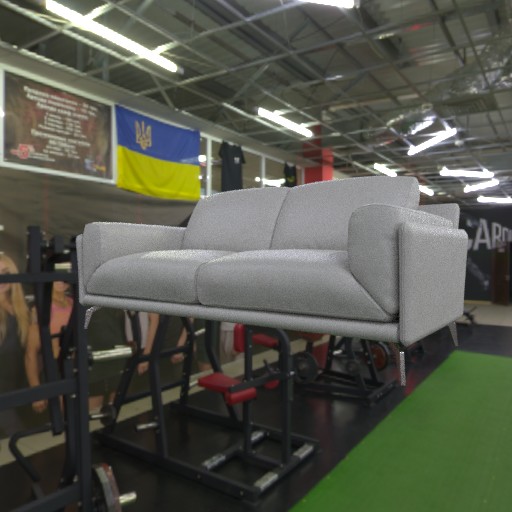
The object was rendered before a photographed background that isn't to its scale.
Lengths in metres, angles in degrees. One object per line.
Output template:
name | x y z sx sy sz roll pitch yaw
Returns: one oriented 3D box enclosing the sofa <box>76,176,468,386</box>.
sofa | 0.000 0.000 2.592 2.101 0.930 1.049 0 1 36
